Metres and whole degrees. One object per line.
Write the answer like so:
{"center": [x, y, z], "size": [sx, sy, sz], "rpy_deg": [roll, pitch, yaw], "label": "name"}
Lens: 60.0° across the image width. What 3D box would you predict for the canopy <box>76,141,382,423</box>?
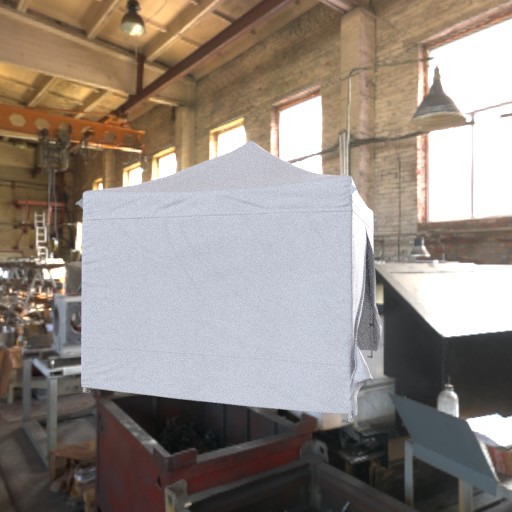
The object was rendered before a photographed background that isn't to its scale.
{"center": [0.000, 0.000, 5.758], "size": [3.121, 2.997, 3.043], "rpy_deg": [0, -1, 18], "label": "canopy"}
